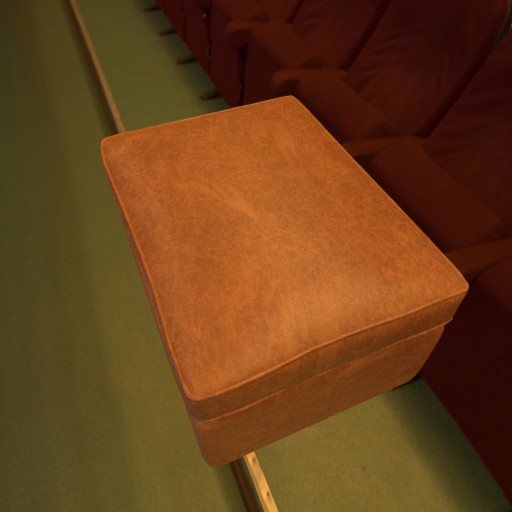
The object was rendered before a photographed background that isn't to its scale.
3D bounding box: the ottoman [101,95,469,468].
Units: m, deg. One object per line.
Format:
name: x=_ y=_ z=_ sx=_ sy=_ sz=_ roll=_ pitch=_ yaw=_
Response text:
ottoman: x=0.000 y=0.000 z=1.087 sx=0.554 sy=0.468 sz=0.756 roll=-18 pitch=52 yaw=-15
